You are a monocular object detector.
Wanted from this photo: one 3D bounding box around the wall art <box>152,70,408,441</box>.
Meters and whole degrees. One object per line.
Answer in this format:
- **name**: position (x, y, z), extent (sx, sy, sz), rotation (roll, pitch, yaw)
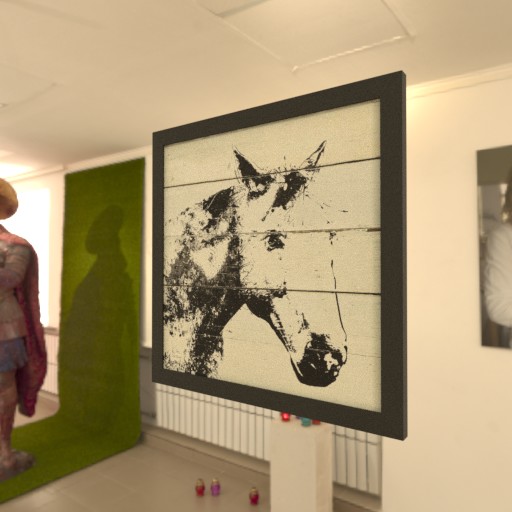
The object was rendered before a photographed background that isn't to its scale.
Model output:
- **wall art**: position (0.000, 0.000, 1.525), extent (1.016, 1.016, 0.038), rotation (0, -1, 36)
